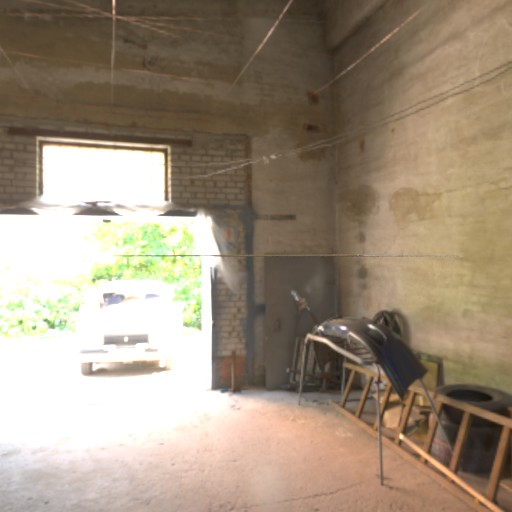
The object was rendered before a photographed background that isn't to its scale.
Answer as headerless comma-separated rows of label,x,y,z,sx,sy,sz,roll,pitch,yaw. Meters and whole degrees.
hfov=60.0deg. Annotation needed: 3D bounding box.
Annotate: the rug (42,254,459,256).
rug,0.000,0.000,4.140,3.143,0.008,2.451,0,0,36
